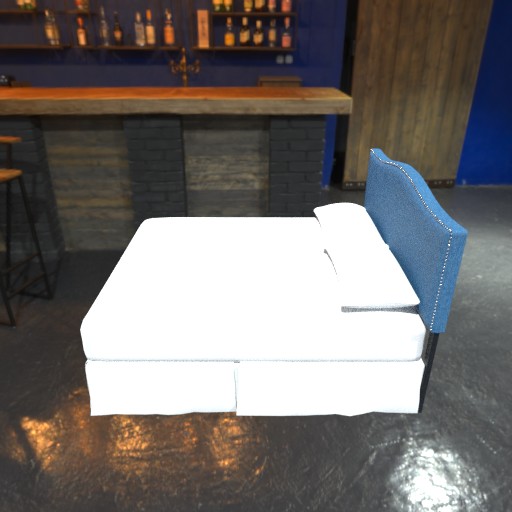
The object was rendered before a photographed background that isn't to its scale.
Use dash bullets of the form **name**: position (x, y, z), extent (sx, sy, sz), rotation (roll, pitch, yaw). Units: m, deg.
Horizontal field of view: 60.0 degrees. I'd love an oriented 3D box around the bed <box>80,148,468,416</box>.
- **bed**: position (0.000, 0.000, 2.881), extent (1.872, 1.169, 1.610), rotation (0, 27, 0)
